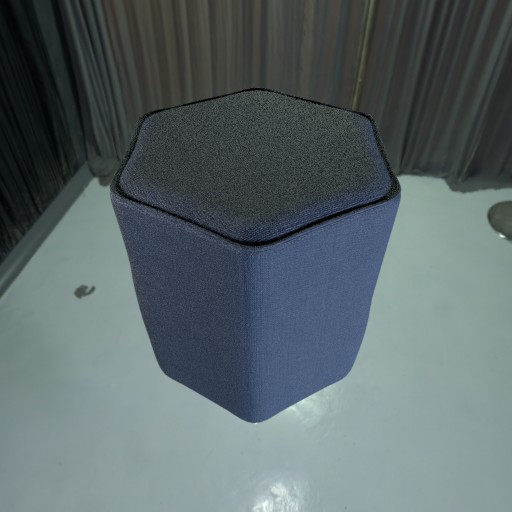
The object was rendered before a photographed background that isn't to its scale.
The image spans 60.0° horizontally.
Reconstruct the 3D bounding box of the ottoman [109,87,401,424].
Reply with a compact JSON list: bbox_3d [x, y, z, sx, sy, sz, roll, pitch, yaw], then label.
[{"bbox_3d":[0.000,0.000,0.895,0.454,0.505,0.492,3,44,3],"label":"ottoman"}]
